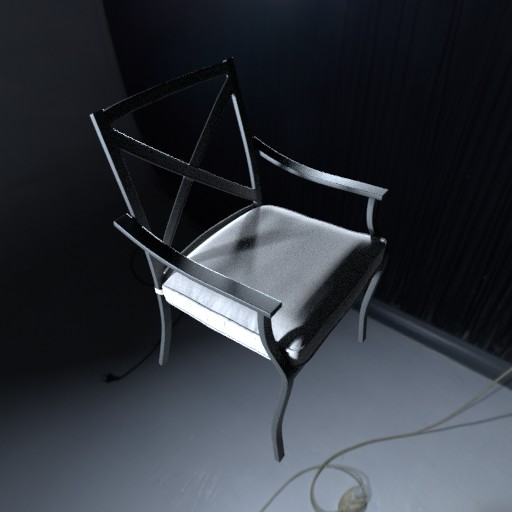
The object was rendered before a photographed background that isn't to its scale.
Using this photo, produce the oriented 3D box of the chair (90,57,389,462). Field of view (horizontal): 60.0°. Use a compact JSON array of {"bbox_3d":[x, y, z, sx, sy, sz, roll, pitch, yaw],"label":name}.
[{"bbox_3d":[0.000,0.000,1.286,0.620,0.889,0.575,26,47,27],"label":"chair"}]
